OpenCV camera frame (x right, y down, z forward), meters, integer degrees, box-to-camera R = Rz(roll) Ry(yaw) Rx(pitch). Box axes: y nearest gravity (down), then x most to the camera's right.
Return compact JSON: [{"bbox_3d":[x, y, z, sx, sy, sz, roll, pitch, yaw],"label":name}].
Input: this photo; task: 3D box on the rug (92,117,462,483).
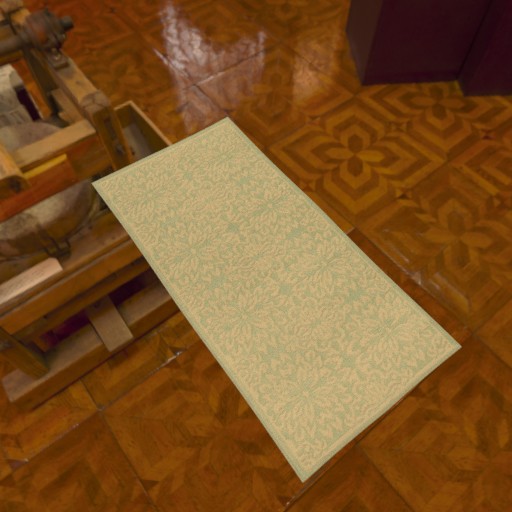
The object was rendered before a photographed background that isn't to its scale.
[{"bbox_3d":[0.000,0.000,1.463,0.604,0.007,1.219,-32,64,-18],"label":"rug"}]
